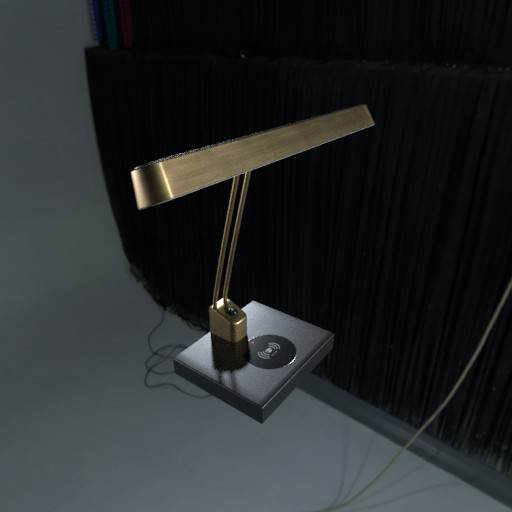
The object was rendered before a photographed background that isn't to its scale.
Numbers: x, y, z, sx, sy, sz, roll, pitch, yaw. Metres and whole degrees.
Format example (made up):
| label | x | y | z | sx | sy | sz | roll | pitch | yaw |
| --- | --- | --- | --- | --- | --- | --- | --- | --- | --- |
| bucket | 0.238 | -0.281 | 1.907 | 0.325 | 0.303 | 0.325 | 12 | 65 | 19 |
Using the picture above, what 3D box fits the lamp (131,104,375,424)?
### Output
| label | x | y | z | sx | sy | sz | roll | pitch | yaw |
| --- | --- | --- | --- | --- | --- | --- | --- | --- | --- |
| lamp | 0.000 | 0.000 | 0.577 | 0.156 | 0.345 | 0.412 | 19 | 32 | 32 |
